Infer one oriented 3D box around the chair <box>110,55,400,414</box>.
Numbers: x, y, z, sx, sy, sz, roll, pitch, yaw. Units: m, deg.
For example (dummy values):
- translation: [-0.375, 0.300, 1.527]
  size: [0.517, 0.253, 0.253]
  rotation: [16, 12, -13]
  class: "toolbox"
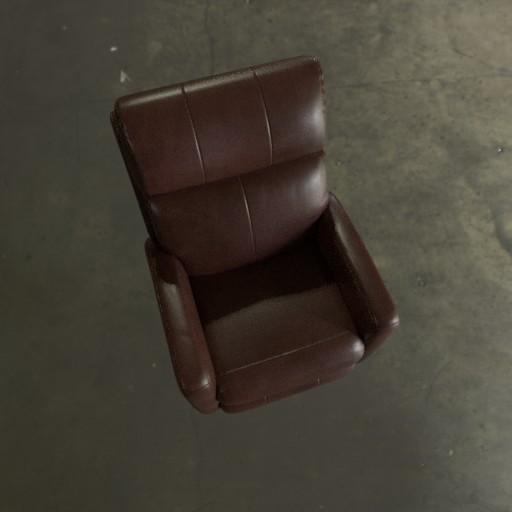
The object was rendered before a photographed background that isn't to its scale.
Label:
- translation: [0.000, 0.000, 1.665]
  size: [0.787, 1.016, 0.939]
  rotation: [-16, 64, -8]
  class: "chair"
